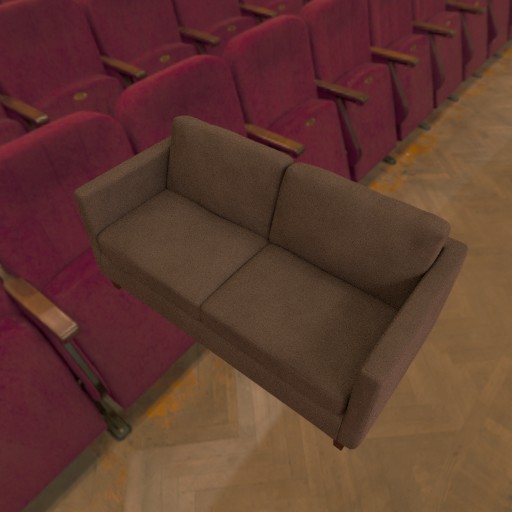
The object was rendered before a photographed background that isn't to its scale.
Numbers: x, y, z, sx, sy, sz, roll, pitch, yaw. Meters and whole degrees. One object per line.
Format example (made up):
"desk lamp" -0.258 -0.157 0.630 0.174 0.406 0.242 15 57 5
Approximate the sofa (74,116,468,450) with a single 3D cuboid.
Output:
"sofa" 0.000 0.000 2.445 1.884 0.963 0.950 29 52 26
